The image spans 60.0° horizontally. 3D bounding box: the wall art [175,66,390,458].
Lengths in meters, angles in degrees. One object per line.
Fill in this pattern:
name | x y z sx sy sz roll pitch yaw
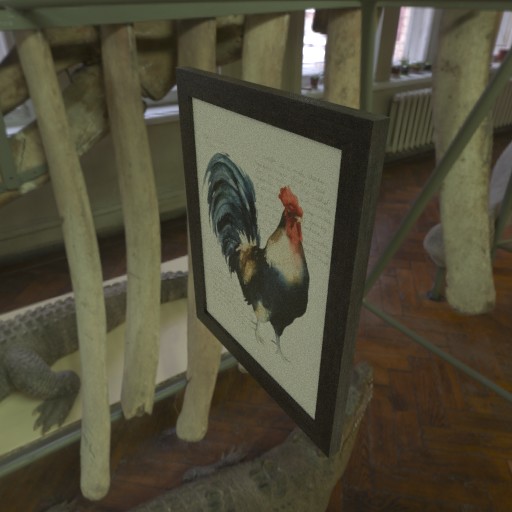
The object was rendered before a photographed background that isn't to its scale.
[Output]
wall art | 0.000 0.000 0.799 0.027 0.580 0.479 -20 36 -30
